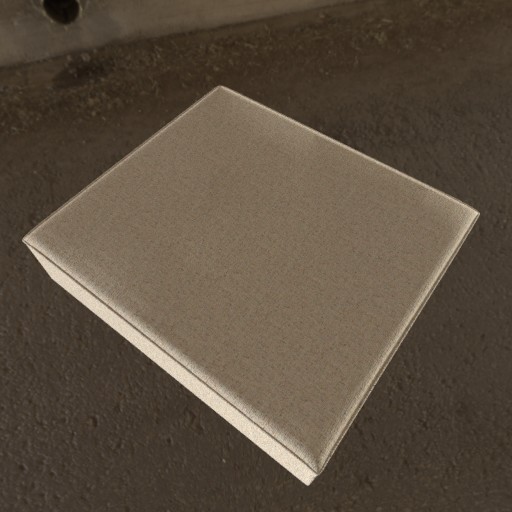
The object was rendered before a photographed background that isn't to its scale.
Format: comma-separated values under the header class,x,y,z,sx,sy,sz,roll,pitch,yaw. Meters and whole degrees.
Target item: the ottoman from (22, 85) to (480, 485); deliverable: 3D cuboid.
class,x,y,z,sx,sy,sz,roll,pitch,yaw
ottoman,0.000,0.000,1.179,0.835,0.303,0.736,32,62,19
